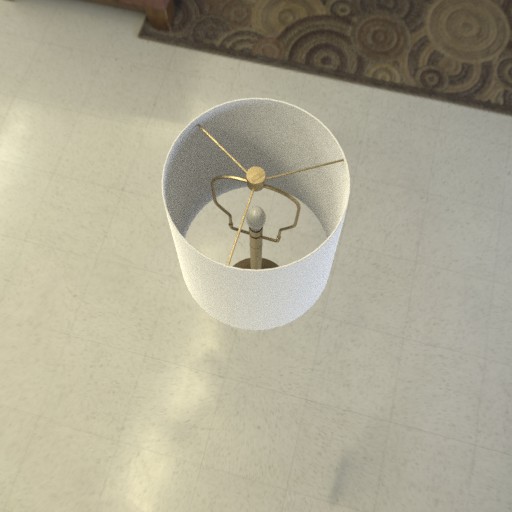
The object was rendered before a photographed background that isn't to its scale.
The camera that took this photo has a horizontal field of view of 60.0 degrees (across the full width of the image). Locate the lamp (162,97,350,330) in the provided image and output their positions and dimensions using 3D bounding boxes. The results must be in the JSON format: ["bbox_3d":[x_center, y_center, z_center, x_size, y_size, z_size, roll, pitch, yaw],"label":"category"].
[{"bbox_3d":[0.000,0.000,0.688,0.231,0.569,0.231,0,75,0],"label":"lamp"}]
